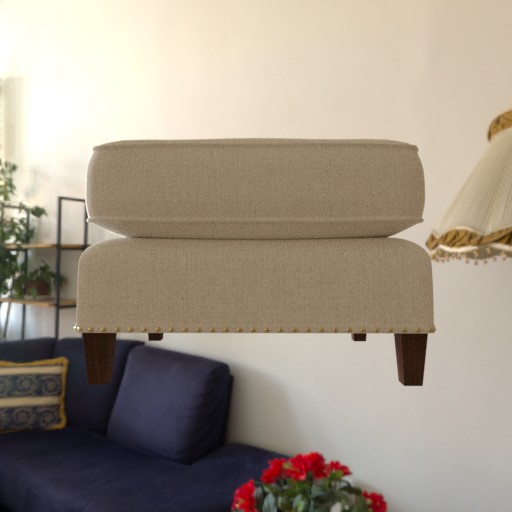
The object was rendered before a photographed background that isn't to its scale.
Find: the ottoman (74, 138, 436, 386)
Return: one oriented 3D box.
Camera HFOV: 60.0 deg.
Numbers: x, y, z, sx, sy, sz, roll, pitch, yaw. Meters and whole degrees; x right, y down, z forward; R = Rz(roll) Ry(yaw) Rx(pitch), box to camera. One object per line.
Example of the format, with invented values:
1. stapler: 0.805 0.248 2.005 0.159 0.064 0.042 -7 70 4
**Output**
1. ottoman: 0.000 0.000 1.169 0.738 0.537 0.589 0 0 1
